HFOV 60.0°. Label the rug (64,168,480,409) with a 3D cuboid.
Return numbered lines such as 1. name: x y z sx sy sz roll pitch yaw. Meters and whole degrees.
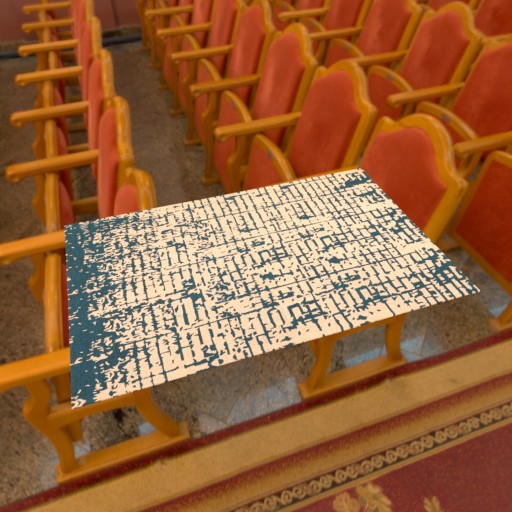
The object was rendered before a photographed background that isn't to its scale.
1. rug: 0.000 0.000 2.997 2.435 0.011 1.517 -13 44 -14
